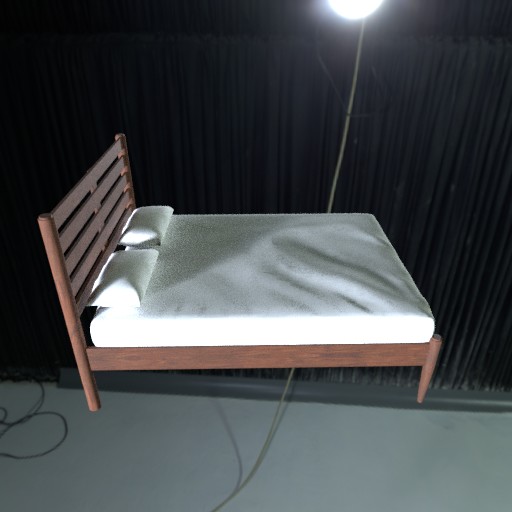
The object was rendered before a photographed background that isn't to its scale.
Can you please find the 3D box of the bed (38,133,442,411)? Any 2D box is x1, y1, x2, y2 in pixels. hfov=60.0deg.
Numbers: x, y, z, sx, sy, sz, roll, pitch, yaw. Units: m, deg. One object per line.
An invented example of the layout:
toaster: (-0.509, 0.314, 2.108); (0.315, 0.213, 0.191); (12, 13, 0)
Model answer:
bed: (0.000, 0.000, 3.062); (2.093, 1.304, 1.509); (-1, 30, -1)
